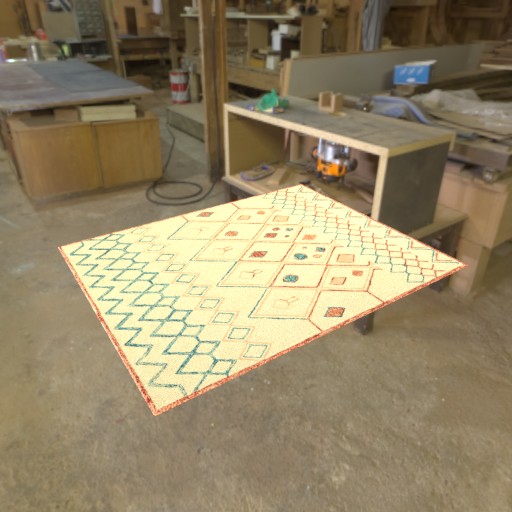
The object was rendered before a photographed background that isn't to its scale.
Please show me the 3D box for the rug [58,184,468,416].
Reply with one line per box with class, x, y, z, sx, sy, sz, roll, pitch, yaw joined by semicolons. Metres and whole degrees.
rug;0.000;0.000;4.207;3.050;0.016;2.441;-19;35;-29
